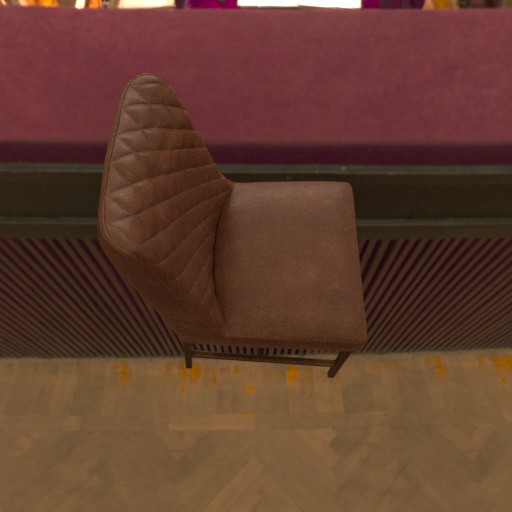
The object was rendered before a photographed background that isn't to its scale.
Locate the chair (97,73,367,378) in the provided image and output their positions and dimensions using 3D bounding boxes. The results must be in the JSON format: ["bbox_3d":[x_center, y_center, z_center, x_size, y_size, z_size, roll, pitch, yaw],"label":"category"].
[{"bbox_3d":[0.000,0.000,1.244,0.587,0.889,0.508,1,63,0],"label":"chair"}]
